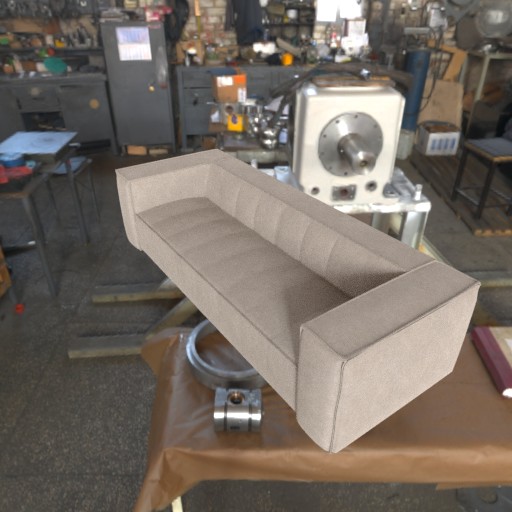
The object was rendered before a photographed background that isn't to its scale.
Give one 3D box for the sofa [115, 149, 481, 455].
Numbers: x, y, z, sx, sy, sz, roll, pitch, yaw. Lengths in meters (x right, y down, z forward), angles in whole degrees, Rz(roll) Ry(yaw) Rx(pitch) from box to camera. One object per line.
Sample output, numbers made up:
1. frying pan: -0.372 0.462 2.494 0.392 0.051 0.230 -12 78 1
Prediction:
1. sofa: 0.000 0.000 3.112 1.038 0.680 2.697 -20 37 -29
